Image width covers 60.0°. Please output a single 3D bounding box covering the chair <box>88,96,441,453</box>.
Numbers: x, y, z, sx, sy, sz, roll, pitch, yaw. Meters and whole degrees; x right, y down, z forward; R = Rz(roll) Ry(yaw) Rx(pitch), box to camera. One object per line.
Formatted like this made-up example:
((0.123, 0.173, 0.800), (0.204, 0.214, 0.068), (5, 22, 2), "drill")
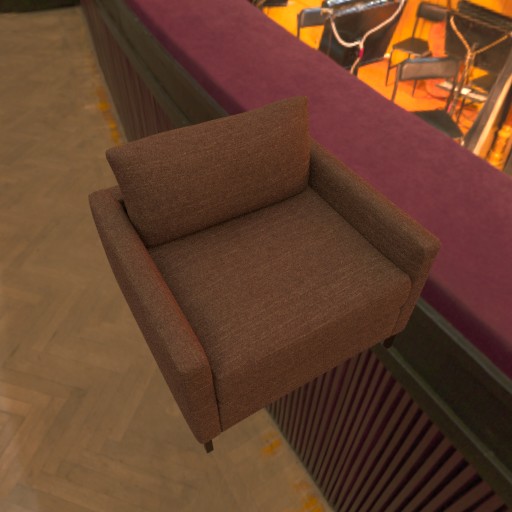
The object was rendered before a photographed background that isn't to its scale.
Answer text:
((0.000, 0.000, 1.623), (0.940, 0.841, 0.845), (-23, 51, -20), "chair")
